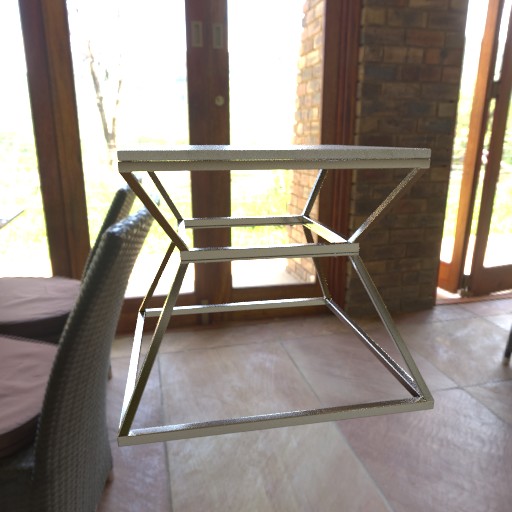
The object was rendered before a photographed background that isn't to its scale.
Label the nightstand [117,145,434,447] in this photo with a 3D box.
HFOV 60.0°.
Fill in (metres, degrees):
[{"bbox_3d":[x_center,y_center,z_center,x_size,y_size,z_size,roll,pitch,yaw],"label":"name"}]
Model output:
[{"bbox_3d":[0.000,0.000,0.891,0.513,0.426,0.514,-3,15,-10],"label":"nightstand"}]
